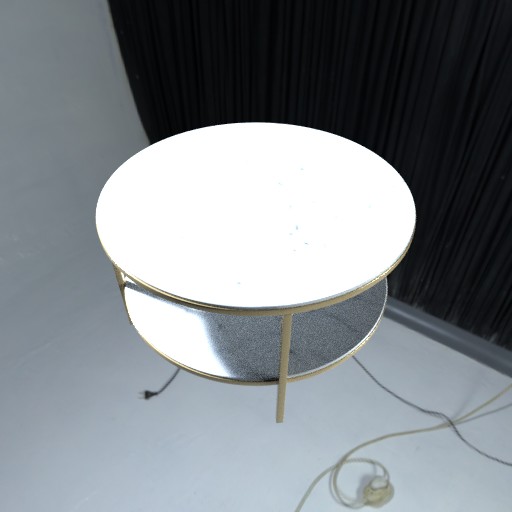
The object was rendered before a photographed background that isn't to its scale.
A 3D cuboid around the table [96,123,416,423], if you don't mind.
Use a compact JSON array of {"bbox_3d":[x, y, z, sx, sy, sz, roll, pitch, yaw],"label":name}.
[{"bbox_3d":[0.000,0.000,1.291,0.800,0.450,0.800,0,42,0],"label":"table"}]
